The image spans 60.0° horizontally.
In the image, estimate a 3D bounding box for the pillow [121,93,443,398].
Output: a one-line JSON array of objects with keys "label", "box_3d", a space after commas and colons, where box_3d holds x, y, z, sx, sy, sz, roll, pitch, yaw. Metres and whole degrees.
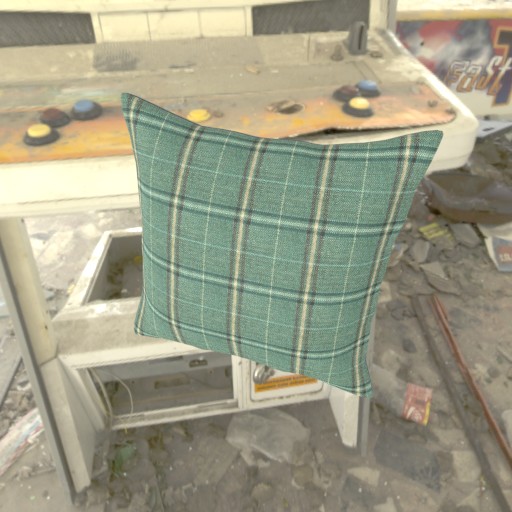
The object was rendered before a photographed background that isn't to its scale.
[{"label": "pillow", "box_3d": [0.000, 0.000, 0.698, 0.453, 0.430, 0.200, 11, 42, 13]}]
